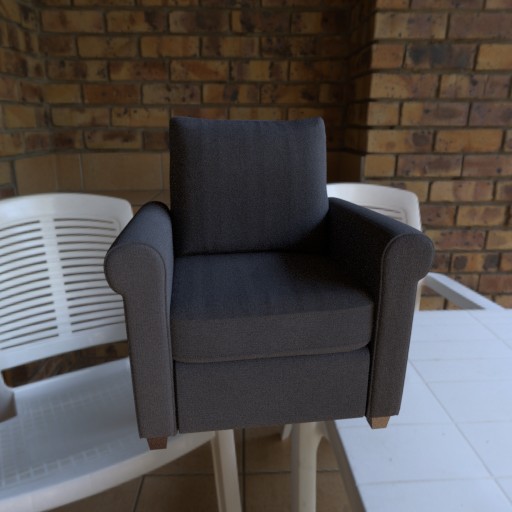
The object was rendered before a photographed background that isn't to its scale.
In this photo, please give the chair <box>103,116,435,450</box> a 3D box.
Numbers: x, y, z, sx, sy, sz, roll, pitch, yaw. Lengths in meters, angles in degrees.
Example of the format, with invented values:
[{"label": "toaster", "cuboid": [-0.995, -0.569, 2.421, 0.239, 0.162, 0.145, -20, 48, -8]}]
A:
[{"label": "chair", "cuboid": [0.000, 0.000, 1.555, 0.867, 0.942, 0.828, -2, 17, -8]}]
